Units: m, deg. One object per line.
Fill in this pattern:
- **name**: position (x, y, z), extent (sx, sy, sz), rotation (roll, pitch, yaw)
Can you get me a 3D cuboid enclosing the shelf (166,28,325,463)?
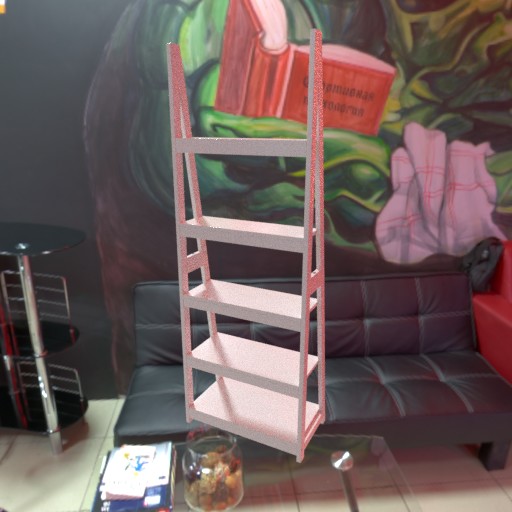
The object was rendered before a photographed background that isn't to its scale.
- **shelf**: position (0.000, 0.000, 2.034), extent (0.636, 1.779, 0.341), rotation (8, 19, 26)
